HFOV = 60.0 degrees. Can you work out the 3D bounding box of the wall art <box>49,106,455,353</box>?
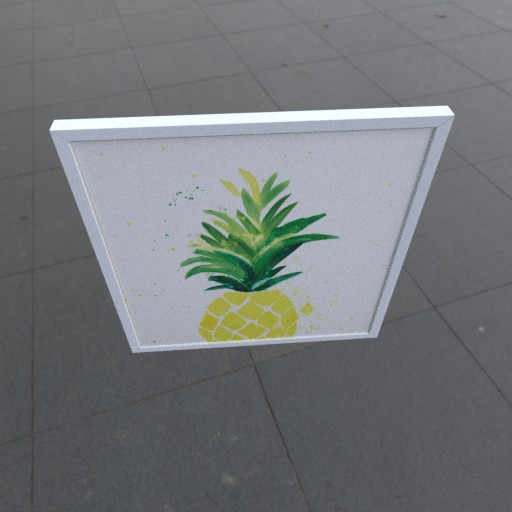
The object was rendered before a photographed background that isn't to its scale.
[{"bbox_3d":[0.000,0.000,1.119,0.763,0.761,0.038,-3,46,-3],"label":"wall art"}]
